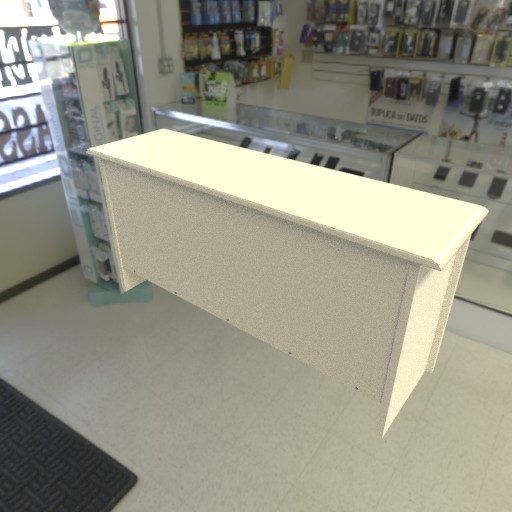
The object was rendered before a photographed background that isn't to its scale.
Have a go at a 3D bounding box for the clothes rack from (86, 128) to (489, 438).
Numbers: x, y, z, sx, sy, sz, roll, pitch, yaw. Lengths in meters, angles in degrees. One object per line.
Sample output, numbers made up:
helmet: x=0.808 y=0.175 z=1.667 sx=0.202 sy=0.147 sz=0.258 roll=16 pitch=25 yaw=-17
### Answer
clothes rack: x=0.000 y=0.000 z=1.345 sx=1.120 sy=0.531 sz=0.324 roll=22 pitch=37 yaw=32
